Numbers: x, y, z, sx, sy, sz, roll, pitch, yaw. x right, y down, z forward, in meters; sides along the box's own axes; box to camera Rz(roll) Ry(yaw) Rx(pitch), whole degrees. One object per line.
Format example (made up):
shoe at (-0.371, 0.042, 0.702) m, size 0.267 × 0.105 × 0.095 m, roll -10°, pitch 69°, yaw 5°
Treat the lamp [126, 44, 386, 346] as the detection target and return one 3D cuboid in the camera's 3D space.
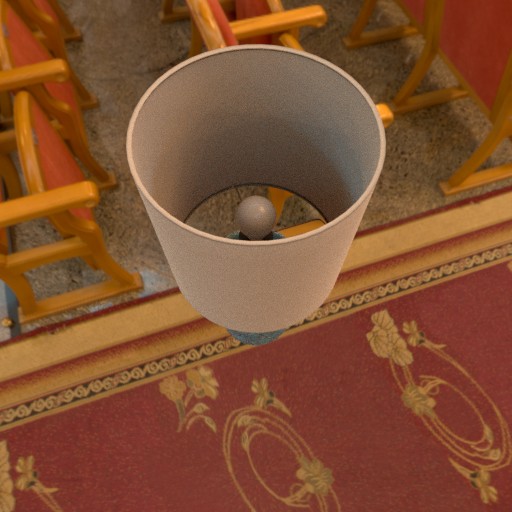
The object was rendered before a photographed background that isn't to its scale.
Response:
lamp at (0.000, 0.000, 0.745) m, size 0.278 × 0.597 × 0.278 m, roll -17°, pitch 65°, yaw -8°
